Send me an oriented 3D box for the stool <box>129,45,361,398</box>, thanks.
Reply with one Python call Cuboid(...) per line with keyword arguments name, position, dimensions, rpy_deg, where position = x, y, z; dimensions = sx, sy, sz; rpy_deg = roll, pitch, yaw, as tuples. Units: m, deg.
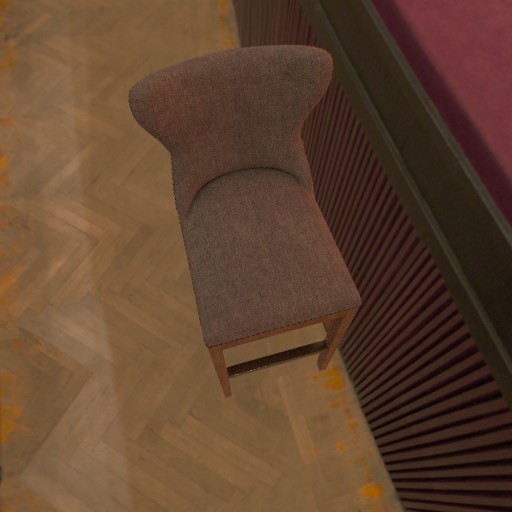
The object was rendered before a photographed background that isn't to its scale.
Cuboid(name="stool", position=(0.000, 0.000, 1.423), dimensions=(0.494, 1.123, 0.606), rpy_deg=(-14, 64, -7))
